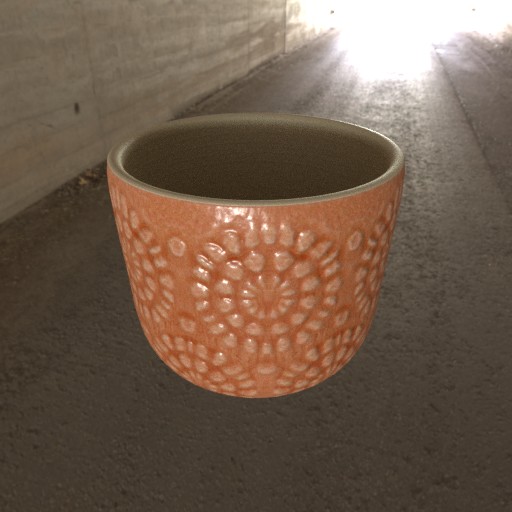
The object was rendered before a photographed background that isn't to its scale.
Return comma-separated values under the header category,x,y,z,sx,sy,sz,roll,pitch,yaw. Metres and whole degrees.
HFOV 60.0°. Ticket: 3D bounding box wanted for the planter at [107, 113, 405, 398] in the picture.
category,x,y,z,sx,sy,sz,roll,pitch,yaw
planter,0.000,0.000,0.216,0.124,0.109,0.124,0,31,0
